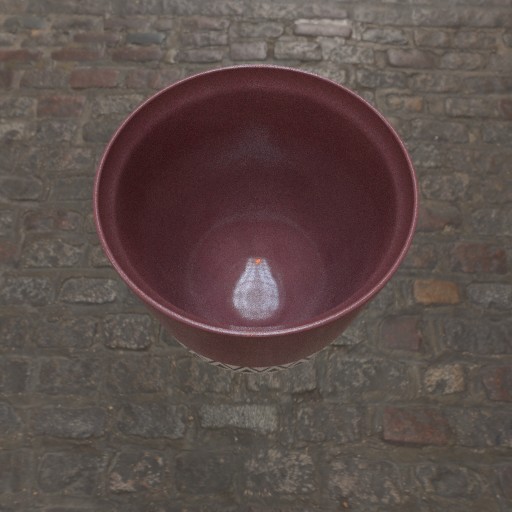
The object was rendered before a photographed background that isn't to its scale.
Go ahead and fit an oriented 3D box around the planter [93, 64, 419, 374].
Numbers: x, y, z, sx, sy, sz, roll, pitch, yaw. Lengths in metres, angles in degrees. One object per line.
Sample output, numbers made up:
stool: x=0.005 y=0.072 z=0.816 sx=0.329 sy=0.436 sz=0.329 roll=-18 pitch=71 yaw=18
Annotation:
planter: x=0.000 y=0.000 z=0.362 sx=0.195 sy=0.214 sz=0.195 roll=0 pitch=64 yaw=0
